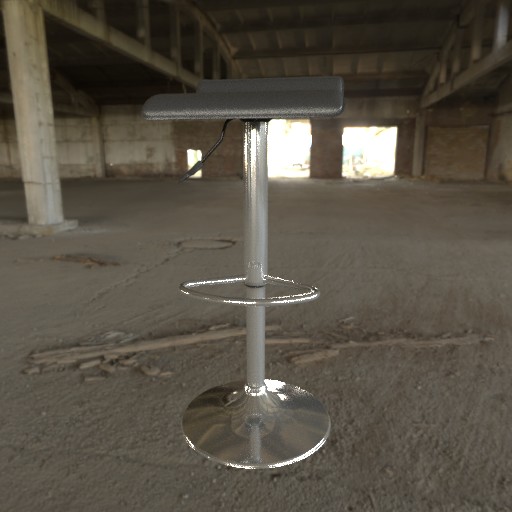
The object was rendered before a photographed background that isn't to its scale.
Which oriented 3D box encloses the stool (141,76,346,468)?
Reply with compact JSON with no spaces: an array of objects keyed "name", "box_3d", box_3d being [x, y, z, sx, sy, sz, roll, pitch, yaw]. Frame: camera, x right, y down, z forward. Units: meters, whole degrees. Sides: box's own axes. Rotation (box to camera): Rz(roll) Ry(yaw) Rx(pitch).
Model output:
[{"name":"stool","box_3d":[0.000,0.000,1.045,0.381,0.851,0.381,2,13,10]}]
